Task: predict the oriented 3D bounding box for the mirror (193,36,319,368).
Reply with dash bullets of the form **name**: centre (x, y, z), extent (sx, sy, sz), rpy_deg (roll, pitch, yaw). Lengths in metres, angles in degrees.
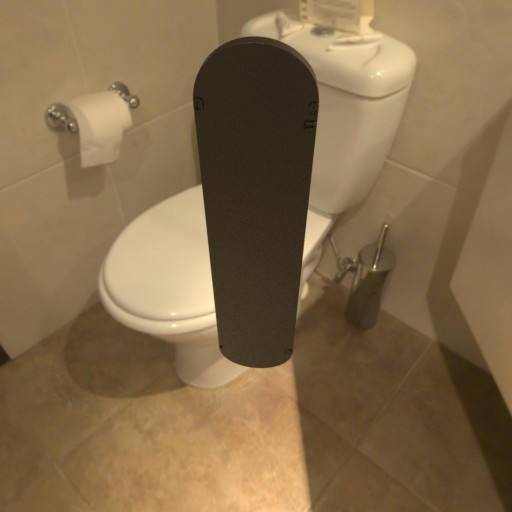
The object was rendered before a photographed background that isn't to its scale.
- **mirror**: centre (0.000, 0.000, 1.065), extent (0.222, 0.991, 0.032), rpy_deg (3, 45, 3)
